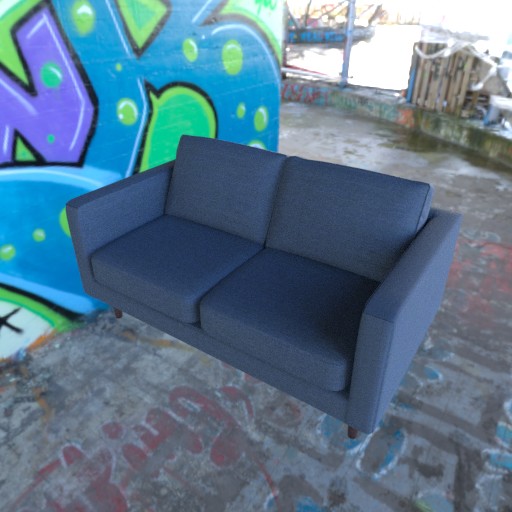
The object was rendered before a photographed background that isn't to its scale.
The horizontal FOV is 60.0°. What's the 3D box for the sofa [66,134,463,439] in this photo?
[{"bbox_3d":[0.000,0.000,2.228,1.659,0.907,0.999,19,35,29],"label":"sofa"}]
